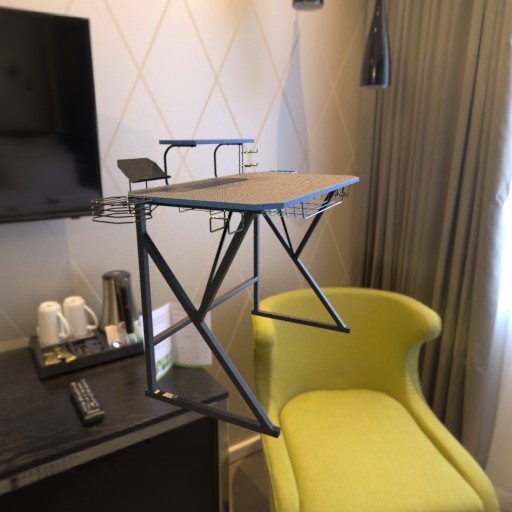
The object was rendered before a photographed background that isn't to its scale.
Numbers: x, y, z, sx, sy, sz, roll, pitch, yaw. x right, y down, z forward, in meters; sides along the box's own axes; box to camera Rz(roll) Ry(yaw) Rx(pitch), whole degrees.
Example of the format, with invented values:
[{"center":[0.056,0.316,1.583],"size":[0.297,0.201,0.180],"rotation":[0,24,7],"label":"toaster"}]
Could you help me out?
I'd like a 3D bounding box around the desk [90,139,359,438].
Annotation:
[{"center":[0.000,0.000,1.791],"size":[0.594,0.909,1.295],"rotation":[7,17,25],"label":"desk"}]
